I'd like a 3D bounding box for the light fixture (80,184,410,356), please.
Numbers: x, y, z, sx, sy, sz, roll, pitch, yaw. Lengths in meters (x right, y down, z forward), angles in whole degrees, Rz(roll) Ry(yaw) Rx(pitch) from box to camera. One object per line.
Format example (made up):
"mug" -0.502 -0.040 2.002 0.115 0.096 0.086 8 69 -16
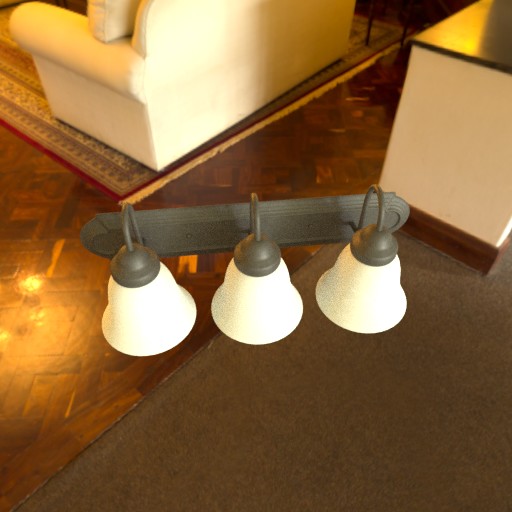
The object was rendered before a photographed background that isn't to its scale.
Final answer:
"light fixture" 0.000 0.000 0.734 0.610 0.222 0.199 -5 46 -5
